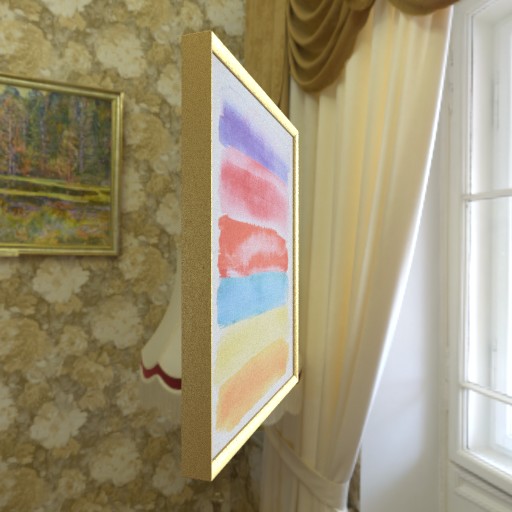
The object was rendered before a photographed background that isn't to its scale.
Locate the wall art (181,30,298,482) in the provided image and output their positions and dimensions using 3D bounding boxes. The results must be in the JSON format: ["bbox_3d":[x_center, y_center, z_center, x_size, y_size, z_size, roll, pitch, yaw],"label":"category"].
[{"bbox_3d":[0.000,0.000,0.891,0.048,0.642,0.537,0,0,19],"label":"wall art"}]
